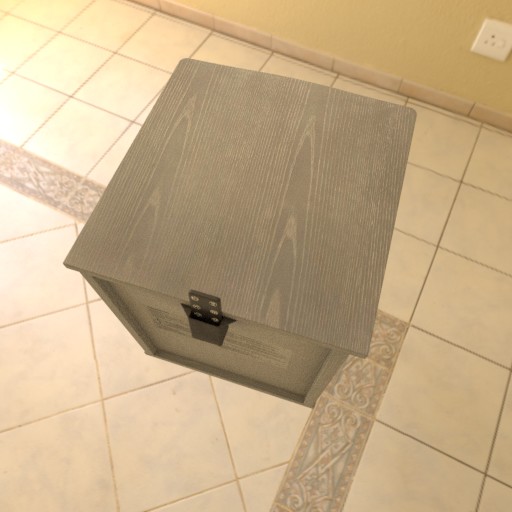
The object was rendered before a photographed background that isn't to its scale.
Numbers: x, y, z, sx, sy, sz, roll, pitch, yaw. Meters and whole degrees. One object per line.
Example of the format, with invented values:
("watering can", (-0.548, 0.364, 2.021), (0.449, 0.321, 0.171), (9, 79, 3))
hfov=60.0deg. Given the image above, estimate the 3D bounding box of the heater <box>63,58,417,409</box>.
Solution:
("heater", (0.000, 0.000, 0.753), (0.362, 0.481, 0.400), (16, 64, 8))
